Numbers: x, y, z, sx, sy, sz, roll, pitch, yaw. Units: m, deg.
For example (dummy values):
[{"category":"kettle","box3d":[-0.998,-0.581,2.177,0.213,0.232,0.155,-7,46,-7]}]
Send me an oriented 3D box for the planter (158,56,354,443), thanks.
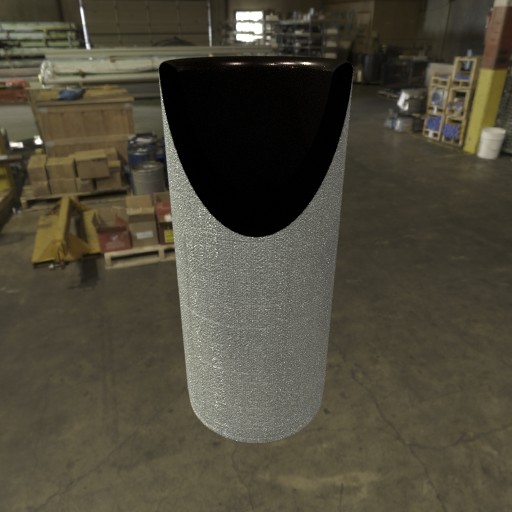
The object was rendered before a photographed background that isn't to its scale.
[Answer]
[{"category":"planter","box3d":[0.000,0.000,0.128,0.045,0.103,0.045,-9,28,-16]}]
